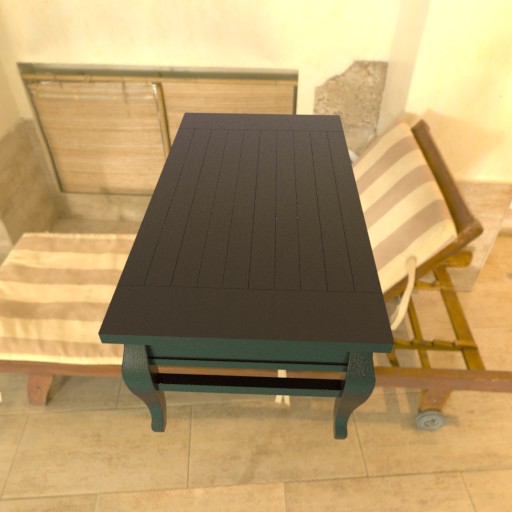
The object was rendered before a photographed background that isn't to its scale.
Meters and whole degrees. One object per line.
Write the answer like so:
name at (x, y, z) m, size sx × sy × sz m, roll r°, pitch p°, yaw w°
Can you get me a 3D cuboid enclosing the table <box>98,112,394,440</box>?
table at (0.000, 0.000, 1.431) m, size 0.600 × 0.494 × 1.062 m, roll 2°, pitch 41°, yaw 2°
